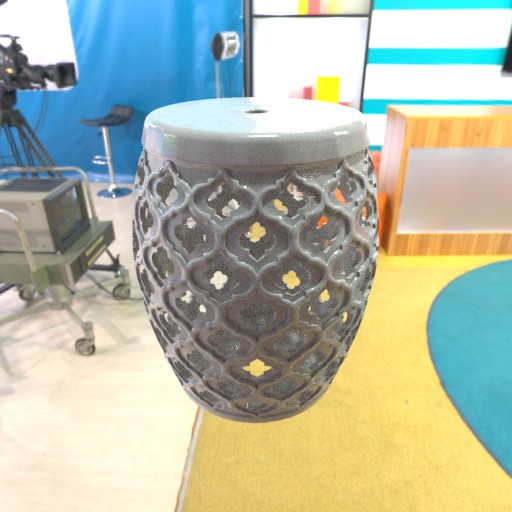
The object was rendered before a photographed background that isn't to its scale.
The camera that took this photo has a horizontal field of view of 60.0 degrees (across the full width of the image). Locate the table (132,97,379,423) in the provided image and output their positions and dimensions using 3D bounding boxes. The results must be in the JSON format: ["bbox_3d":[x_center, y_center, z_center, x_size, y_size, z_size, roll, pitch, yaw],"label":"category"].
[{"bbox_3d":[0.000,0.000,0.617,0.325,0.388,0.325,0,27,0],"label":"table"}]
